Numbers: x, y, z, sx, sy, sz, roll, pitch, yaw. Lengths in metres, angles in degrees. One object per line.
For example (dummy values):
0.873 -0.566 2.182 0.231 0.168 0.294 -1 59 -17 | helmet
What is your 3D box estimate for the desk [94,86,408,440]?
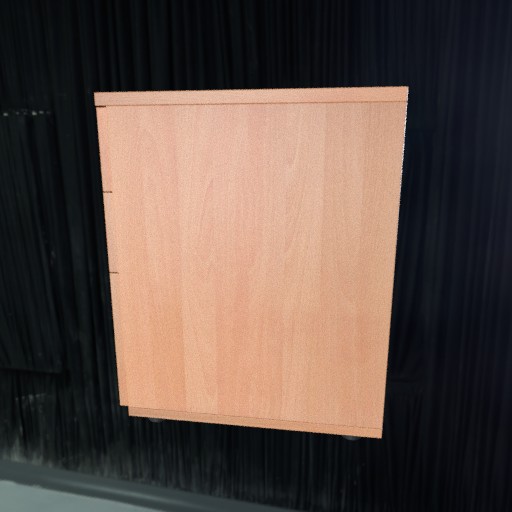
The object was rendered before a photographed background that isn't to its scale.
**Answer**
0.000 0.000 1.100 0.600 0.730 0.404 2 14 8 | desk
